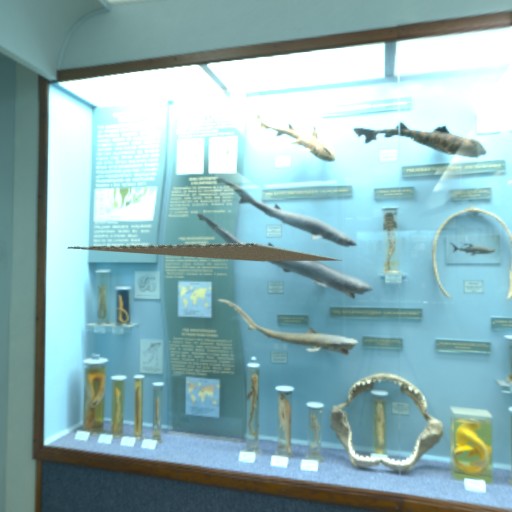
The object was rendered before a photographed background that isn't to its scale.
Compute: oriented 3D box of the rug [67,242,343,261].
[{"bbox_3d":[0.000,0.000,2.794,0.786,0.013,2.480,-1,-2,18],"label":"rug"}]
